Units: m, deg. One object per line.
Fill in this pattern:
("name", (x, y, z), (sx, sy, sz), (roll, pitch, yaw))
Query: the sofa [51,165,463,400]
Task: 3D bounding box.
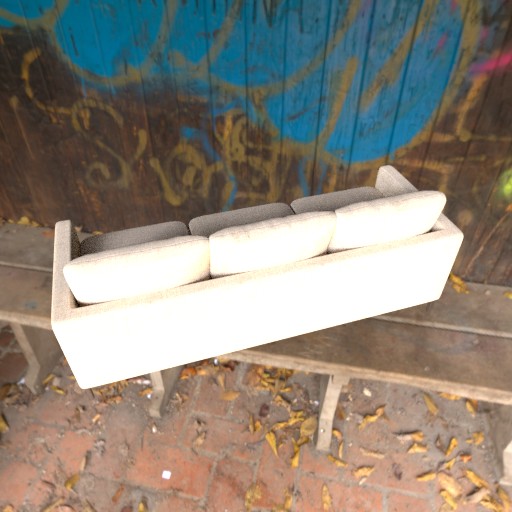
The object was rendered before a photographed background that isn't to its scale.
("sofa", (0.000, 0.000, 2.699), (2.218, 0.874, 0.859), (-12, 43, -13))
